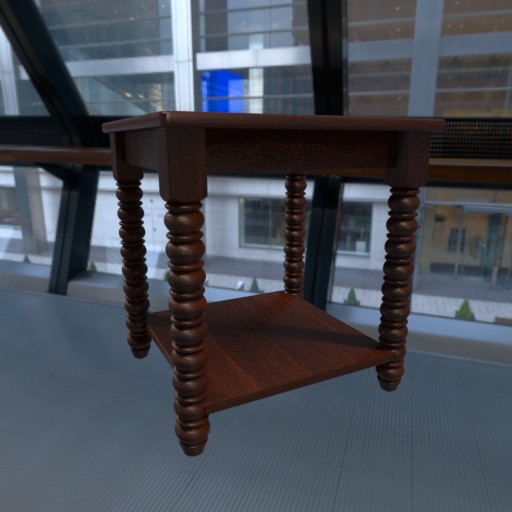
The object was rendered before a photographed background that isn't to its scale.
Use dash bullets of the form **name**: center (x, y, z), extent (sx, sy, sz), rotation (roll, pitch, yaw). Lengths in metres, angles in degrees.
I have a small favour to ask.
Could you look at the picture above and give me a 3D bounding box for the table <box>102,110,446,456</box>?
- **table**: center (0.000, 0.000, 0.977), extent (0.533, 0.567, 0.500), rotation (-7, 16, -26)
